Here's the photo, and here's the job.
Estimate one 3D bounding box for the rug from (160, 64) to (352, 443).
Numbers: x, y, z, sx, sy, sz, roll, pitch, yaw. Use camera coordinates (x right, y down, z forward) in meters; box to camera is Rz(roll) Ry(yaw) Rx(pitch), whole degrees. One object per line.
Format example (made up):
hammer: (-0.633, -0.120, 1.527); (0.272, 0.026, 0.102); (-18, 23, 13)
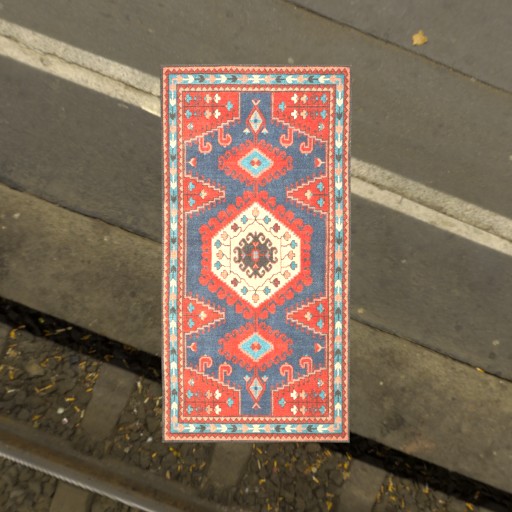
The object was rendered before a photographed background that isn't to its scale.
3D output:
rug: (0.000, 0.000, 3.548); (1.522, 0.034, 3.032); (0, 92, 0)
